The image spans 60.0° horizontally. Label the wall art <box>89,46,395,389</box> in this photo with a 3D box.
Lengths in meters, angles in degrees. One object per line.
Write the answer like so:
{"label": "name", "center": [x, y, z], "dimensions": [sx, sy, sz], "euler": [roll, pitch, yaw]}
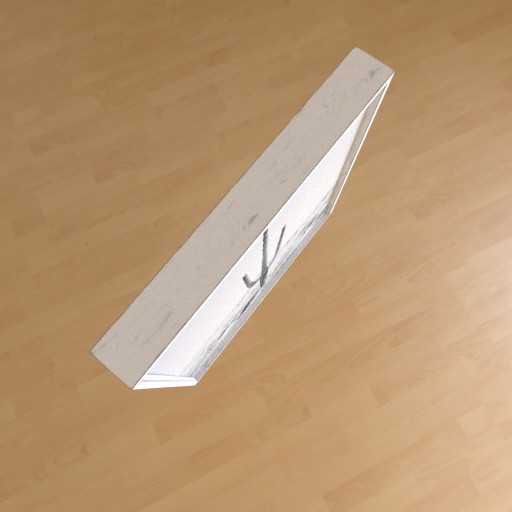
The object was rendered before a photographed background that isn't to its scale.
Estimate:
{"label": "wall art", "center": [0.000, 0.000, 0.465], "dimensions": [0.038, 0.305, 0.305], "euler": [37, 78, 10]}
